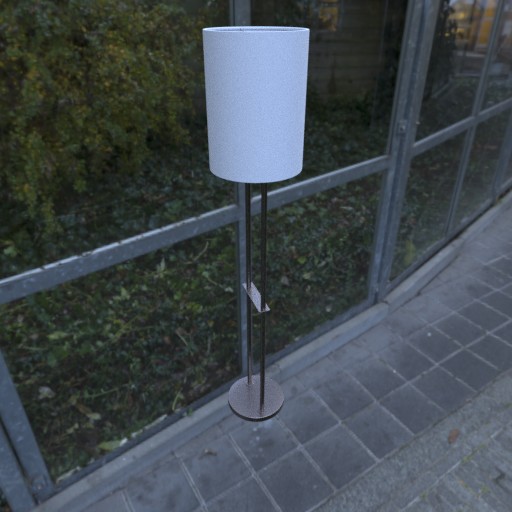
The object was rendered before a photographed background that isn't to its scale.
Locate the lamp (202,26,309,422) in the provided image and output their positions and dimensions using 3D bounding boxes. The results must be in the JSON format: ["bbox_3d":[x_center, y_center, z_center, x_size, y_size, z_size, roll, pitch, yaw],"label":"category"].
[{"bbox_3d":[0.000,0.000,1.643,0.305,1.500,0.306,-10,31,-17],"label":"lamp"}]
